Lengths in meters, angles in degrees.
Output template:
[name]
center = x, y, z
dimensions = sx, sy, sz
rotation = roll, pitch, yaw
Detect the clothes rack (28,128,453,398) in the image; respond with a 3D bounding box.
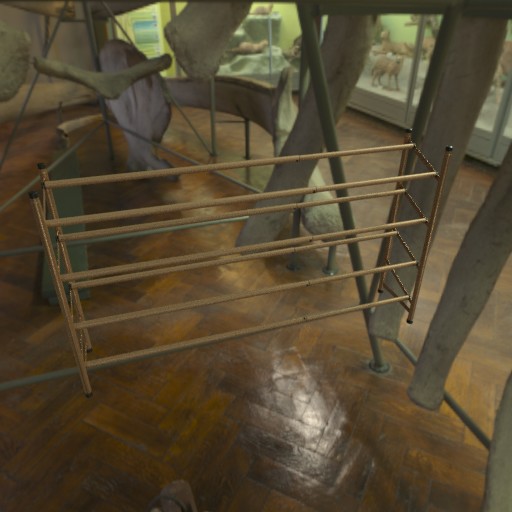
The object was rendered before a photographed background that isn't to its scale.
[clothes rack]
center = 0.000, 0.000, 1.425
dimensions = 1.168, 0.672, 0.229
rotation = -9, 32, -15
